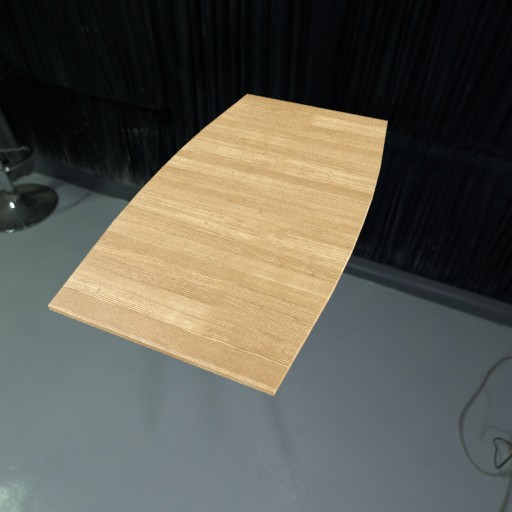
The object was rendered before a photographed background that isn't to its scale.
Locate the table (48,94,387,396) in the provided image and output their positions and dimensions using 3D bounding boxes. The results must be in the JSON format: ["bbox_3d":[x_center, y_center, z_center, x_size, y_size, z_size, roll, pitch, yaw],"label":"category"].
[{"bbox_3d":[0.000,0.000,2.092,0.900,0.748,1.598,17,48,16],"label":"table"}]
